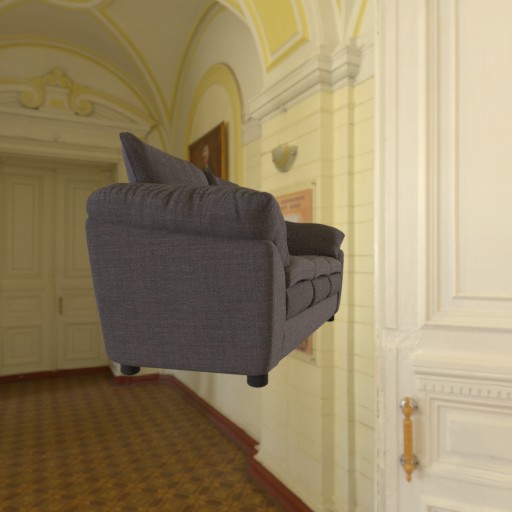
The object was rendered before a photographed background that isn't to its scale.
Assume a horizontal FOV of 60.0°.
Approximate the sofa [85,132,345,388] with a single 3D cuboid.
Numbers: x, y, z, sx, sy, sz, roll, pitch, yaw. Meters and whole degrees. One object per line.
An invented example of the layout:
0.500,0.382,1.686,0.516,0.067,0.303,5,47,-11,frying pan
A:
0.000,0.000,2.851,0.883,1.080,2.336,0,0,18,sofa
